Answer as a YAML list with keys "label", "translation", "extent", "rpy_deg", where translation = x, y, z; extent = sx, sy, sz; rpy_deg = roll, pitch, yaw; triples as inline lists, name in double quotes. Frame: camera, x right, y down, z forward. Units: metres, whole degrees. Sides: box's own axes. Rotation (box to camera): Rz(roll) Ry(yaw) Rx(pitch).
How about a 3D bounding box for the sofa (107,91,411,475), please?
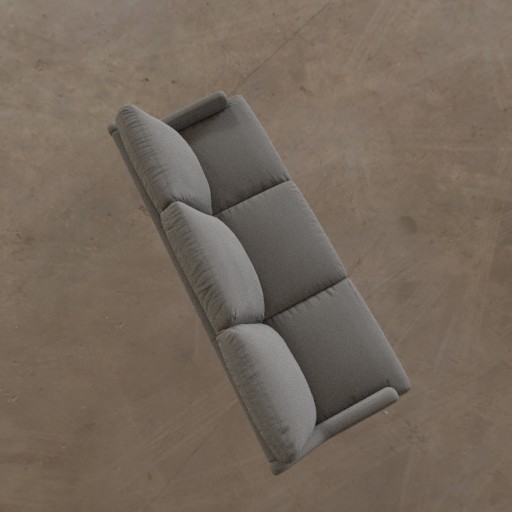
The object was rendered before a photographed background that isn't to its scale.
- label: "sofa"
  translation: [0.000, 0.000, 2.855]
  extent: [0.987, 0.926, 2.344]
  rpy_deg: [-26, 76, -7]
